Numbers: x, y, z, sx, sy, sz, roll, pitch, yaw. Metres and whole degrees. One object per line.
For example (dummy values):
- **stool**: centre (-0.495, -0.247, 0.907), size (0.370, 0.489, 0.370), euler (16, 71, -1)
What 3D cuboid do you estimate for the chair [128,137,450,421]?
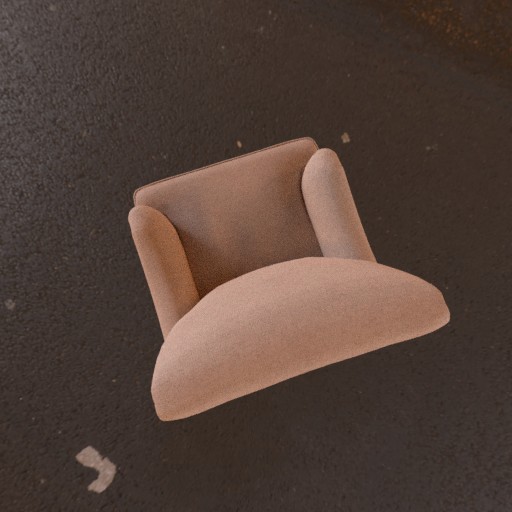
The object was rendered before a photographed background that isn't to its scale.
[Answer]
- **chair**: centre (0.000, 0.000, 1.816), size (0.879, 1.119, 0.953), euler (-18, 77, -4)
